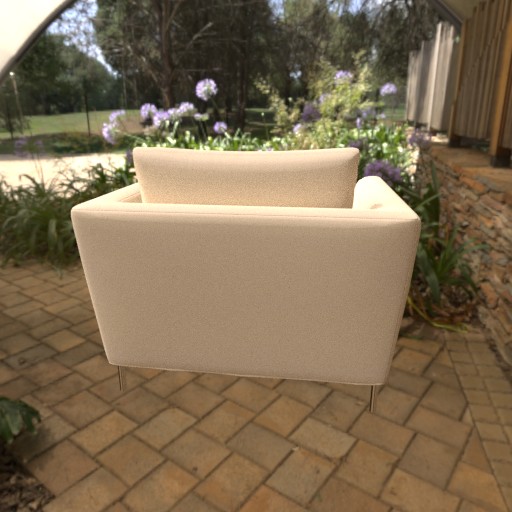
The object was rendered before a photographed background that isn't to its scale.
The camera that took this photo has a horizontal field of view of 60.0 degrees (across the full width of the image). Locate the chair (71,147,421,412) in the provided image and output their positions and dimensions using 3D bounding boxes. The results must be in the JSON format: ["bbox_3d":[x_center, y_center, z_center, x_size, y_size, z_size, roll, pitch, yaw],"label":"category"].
[{"bbox_3d":[0.000,0.000,1.737,1.041,0.865,0.889,2,17,8],"label":"chair"}]
